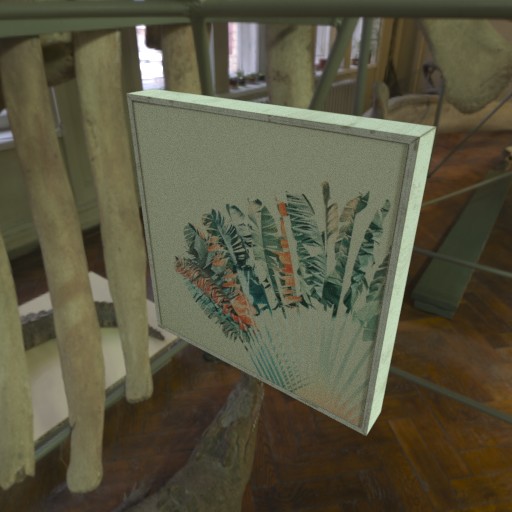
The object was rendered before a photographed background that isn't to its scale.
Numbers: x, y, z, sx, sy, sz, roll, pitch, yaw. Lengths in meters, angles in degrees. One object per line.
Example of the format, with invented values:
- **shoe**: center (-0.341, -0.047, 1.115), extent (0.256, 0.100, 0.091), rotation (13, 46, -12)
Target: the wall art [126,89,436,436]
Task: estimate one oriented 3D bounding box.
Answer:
- **wall art**: center (0.000, 0.000, 0.469), extent (0.305, 0.303, 0.038), rotation (19, 35, 31)
